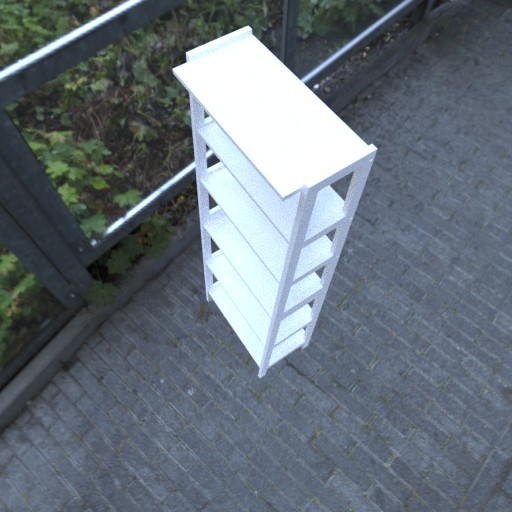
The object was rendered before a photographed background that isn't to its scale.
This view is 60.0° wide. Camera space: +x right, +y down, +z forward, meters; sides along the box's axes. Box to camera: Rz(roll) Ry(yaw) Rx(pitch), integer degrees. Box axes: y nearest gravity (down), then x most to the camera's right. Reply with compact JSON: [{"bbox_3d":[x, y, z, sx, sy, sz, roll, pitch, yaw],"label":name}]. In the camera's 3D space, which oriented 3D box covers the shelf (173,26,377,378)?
[{"bbox_3d":[0.000,0.000,2.153,0.381,1.892,0.660,-31,66,-15],"label":"shelf"}]
